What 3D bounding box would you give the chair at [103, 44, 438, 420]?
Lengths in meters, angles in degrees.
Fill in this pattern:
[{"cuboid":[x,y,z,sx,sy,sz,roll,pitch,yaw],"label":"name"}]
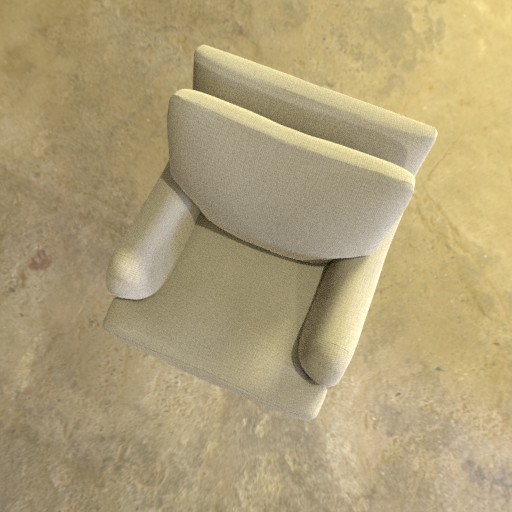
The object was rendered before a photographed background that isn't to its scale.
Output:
[{"cuboid":[0.000,0.000,1.828,0.955,1.038,1.070,22,76,6],"label":"chair"}]
